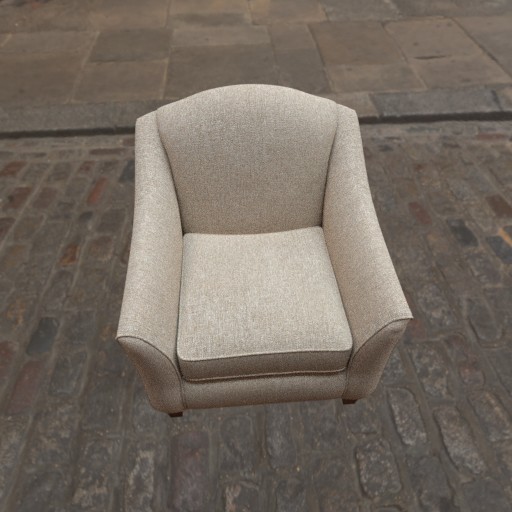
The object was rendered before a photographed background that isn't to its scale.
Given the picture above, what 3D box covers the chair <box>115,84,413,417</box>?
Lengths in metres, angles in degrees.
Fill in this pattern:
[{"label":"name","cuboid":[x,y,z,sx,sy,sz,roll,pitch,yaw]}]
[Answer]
[{"label":"chair","cuboid":[0.000,0.000,1.463,0.763,0.839,0.787,-3,47,-3]}]
